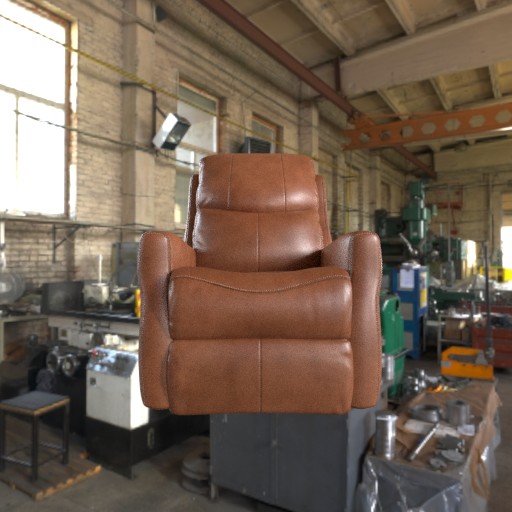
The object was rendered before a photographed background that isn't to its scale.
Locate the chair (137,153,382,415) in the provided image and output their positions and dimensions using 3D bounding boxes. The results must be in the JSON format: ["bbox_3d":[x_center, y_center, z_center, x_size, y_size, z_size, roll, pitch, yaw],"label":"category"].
[{"bbox_3d":[0.000,0.000,1.795,0.821,1.016,1.072,0,-1,0],"label":"chair"}]
